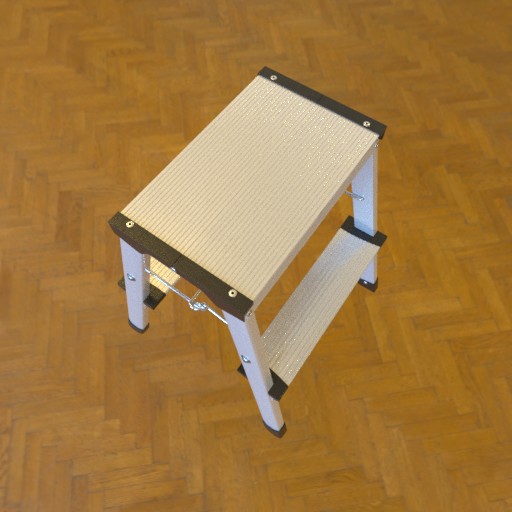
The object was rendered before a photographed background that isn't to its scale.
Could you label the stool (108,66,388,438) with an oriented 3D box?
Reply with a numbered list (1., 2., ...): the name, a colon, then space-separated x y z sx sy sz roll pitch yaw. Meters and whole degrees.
1. stool: 0.000 0.000 0.781 0.405 0.480 0.404 32 67 15
